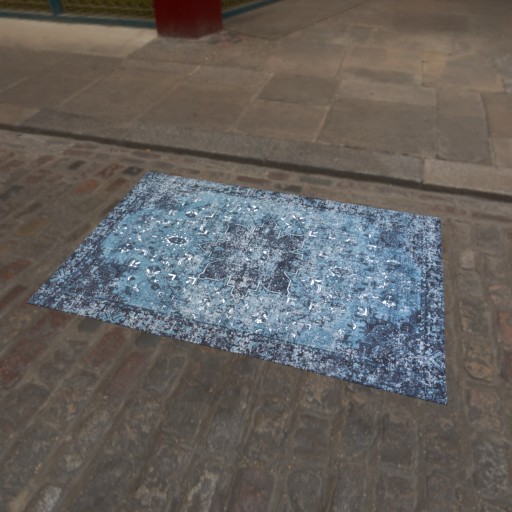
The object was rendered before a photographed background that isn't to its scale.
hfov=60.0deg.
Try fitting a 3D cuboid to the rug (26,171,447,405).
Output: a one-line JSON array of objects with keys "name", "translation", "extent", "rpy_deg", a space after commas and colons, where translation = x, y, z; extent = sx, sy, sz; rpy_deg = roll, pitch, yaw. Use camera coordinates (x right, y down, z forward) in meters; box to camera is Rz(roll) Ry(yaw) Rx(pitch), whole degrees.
[{"name": "rug", "translation": [0.000, 0.000, 2.269], "extent": [1.828, 0.005, 1.219], "rpy_deg": [11, 42, 12]}]
